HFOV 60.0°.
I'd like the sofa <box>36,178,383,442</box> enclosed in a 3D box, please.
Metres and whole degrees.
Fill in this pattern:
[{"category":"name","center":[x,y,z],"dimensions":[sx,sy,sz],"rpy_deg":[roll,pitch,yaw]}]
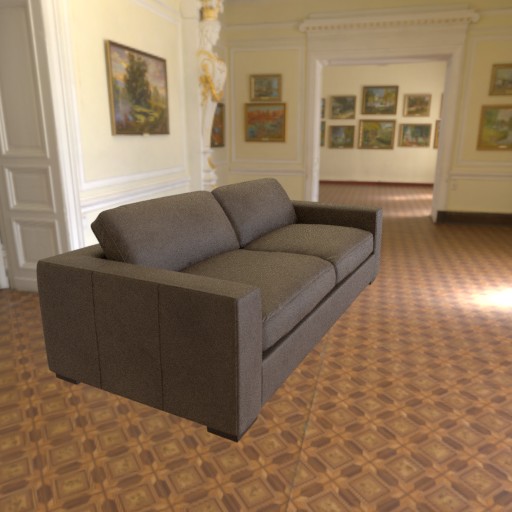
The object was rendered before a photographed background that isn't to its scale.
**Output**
[{"category":"sofa","center":[0.000,0.000,2.725],"dimensions":[1.070,0.801,2.262],"rpy_deg":[8,17,27]}]
